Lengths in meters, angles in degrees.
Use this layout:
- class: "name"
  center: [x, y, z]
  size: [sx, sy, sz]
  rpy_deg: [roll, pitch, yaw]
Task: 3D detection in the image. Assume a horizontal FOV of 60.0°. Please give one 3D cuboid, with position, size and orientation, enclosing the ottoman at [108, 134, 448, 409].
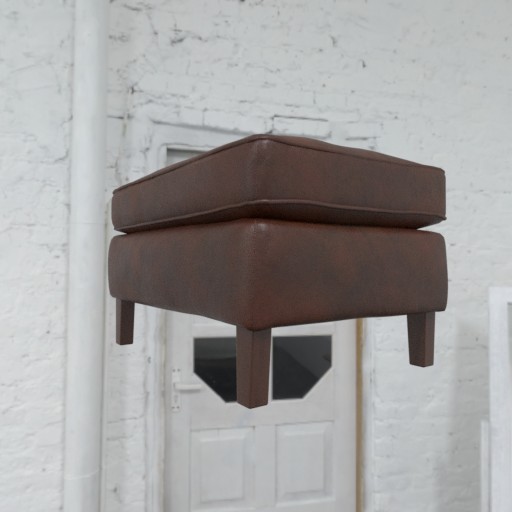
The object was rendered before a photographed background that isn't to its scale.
- class: "ottoman"
  center: [0.000, 0.000, 0.989]
  size: [0.501, 0.432, 0.665]
  rpy_deg: [0, 0, -35]
